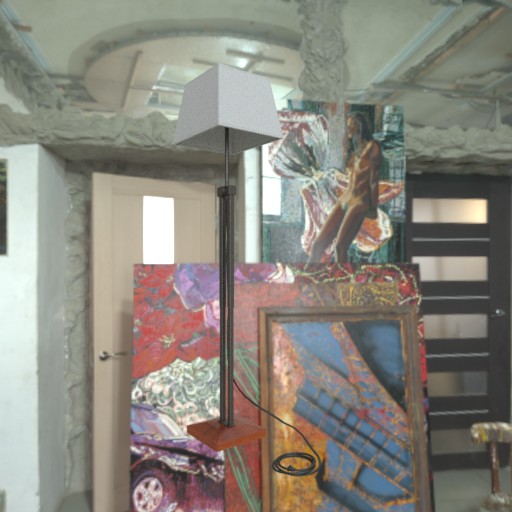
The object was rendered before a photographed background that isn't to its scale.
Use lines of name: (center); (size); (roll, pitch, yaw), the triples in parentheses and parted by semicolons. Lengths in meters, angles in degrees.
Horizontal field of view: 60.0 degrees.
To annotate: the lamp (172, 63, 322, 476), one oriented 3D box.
lamp: (0.000, 0.000, 2.027); (0.472, 1.712, 0.745); (0, 0, -37)
